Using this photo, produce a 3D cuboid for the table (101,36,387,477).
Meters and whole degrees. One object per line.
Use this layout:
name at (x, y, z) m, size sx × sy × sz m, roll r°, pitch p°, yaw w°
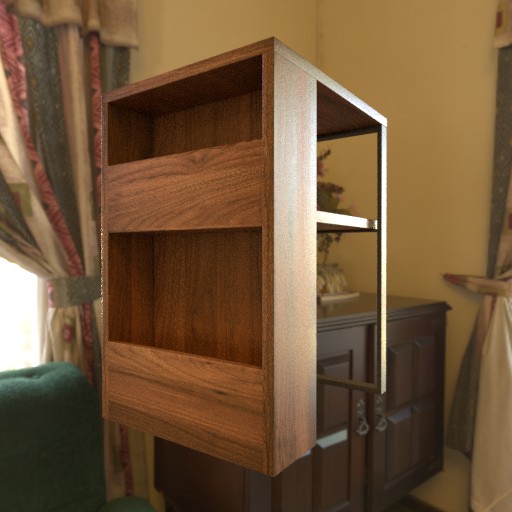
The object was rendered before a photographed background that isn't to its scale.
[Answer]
table at (0.000, 0.000, 1.555) m, size 0.660 × 1.041 × 0.786 m, roll 0°, pitch 1°, yaw 35°
